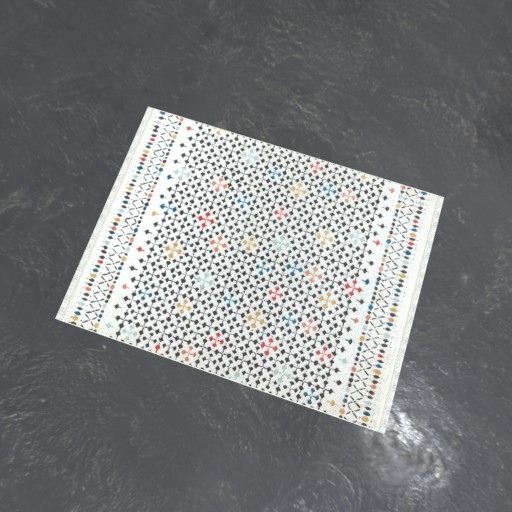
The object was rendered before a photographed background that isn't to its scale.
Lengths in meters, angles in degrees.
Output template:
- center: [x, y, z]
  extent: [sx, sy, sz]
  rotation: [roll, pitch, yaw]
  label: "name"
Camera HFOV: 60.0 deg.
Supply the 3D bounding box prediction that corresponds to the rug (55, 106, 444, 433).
- center: [0.000, 0.000, 4.313]
  extent: [3.196, 0.007, 2.354]
  rotation: [18, 77, 4]
  label: "rug"
